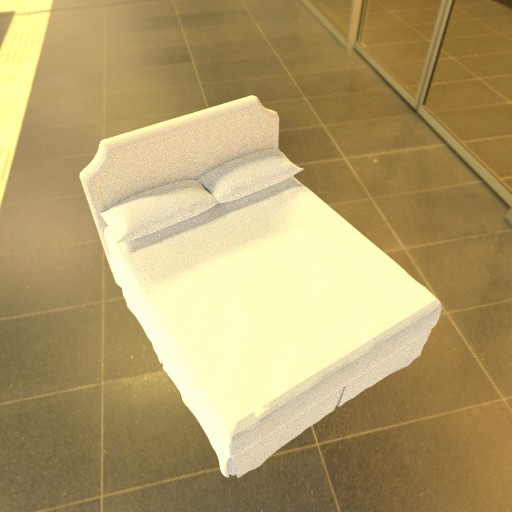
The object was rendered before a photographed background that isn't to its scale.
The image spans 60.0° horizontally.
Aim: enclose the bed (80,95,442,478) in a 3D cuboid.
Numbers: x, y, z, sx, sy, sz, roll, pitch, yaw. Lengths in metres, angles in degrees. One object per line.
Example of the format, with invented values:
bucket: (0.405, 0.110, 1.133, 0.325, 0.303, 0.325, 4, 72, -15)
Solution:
bed: (0.000, 0.000, 3.868, 2.134, 1.524, 2.548, -25, 51, -22)
